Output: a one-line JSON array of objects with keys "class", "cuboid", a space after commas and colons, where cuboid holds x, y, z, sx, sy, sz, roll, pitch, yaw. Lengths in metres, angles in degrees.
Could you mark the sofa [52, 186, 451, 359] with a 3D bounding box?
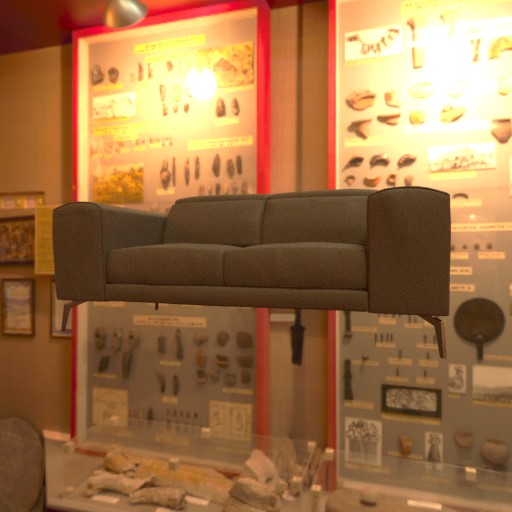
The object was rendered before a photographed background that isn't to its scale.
[{"class": "sofa", "cuboid": [0.000, 0.000, 2.409, 1.895, 0.779, 1.003, 0, 0, 19]}]
